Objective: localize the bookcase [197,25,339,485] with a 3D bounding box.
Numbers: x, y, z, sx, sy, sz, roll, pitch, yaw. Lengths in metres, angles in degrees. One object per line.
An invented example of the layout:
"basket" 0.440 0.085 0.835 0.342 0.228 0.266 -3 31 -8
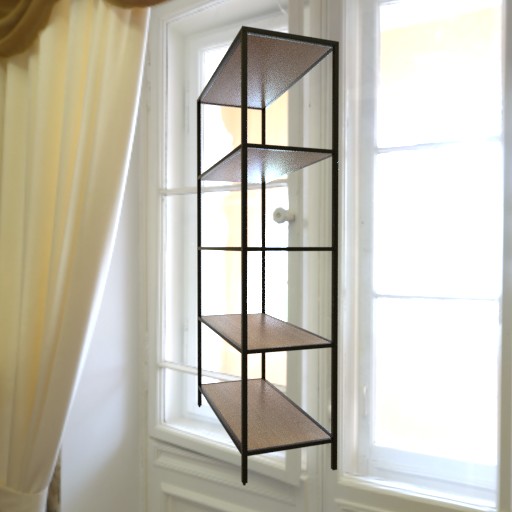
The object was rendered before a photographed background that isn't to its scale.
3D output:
"bookcase" 0.000 0.000 1.861 0.350 1.500 0.770 0 1 -19
